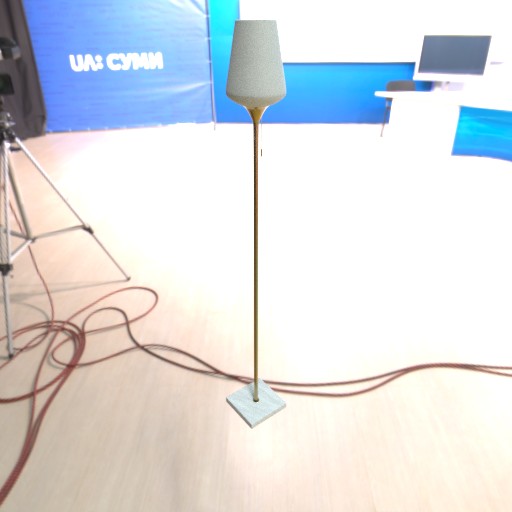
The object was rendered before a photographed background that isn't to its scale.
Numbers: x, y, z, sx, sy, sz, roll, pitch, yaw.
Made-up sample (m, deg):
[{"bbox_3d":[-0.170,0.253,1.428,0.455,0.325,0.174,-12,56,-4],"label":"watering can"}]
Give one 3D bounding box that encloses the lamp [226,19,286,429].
[{"bbox_3d":[0.000,0.000,1.928,0.232,1.813,0.229,-21,35,-32],"label":"lamp"}]
